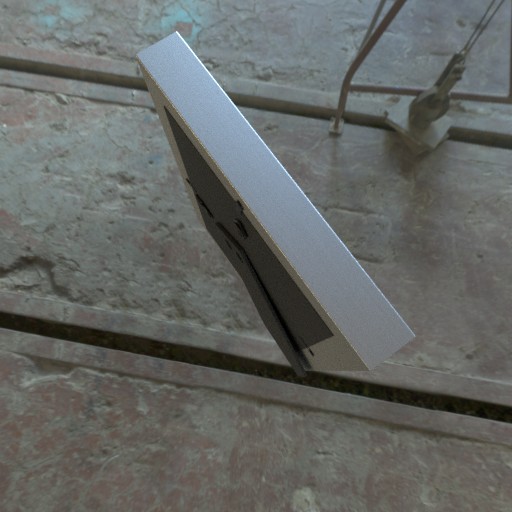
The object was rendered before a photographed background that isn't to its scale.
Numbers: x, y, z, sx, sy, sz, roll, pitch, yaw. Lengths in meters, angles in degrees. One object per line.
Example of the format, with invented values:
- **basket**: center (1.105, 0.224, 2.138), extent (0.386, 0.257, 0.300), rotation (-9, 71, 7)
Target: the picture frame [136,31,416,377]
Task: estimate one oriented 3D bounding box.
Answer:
- **picture frame**: center (0.000, 0.000, 0.271), extent (0.028, 0.208, 0.157), rotation (-34, 78, -8)
